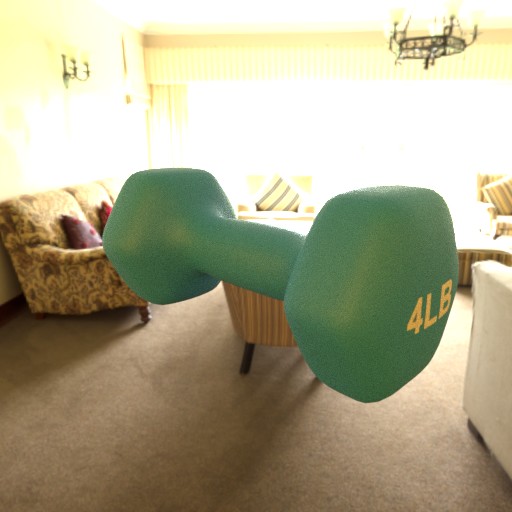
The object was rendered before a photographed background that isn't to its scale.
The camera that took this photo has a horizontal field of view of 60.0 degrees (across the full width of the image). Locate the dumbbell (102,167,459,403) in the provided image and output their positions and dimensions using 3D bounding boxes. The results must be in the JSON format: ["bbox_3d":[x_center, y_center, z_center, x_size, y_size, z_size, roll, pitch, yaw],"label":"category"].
[{"bbox_3d":[0.000,0.000,0.185,0.074,0.066,0.152,-14,21,-42],"label":"dumbbell"}]
